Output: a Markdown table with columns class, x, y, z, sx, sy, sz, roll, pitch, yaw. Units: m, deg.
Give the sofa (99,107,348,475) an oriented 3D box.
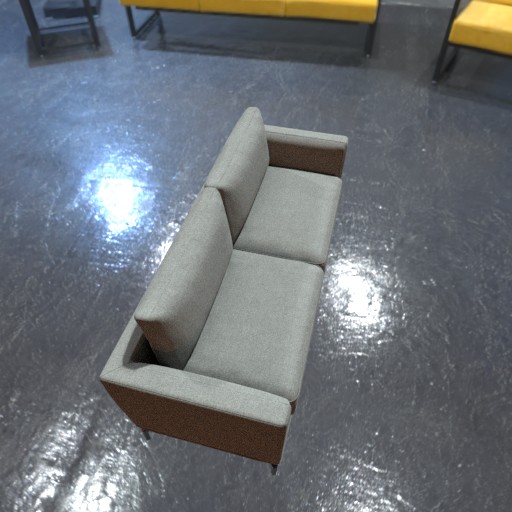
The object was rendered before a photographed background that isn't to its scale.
| class | x | y | z | sx | sy | sz | roll | pitch | yaw |
| --- | --- | --- | --- | --- | --- | --- | --- | --- | --- |
| sofa | 0.000 | 0.000 | 2.765 | 0.869 | 1.002 | 2.212 | 11 | 48 | 10 |
